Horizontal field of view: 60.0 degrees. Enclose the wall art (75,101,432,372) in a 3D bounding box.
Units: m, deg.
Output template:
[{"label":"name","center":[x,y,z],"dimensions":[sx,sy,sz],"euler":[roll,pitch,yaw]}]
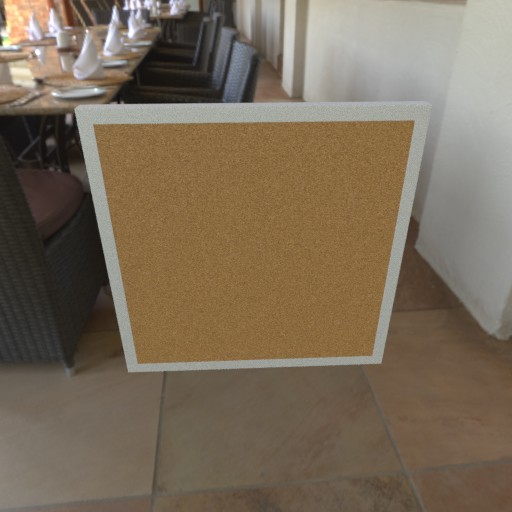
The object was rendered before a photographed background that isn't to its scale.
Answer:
[{"label":"wall art","center":[0.000,0.000,1.154],"dimensions":[0.762,0.762,0.038],"euler":[-1,31,-2]}]
